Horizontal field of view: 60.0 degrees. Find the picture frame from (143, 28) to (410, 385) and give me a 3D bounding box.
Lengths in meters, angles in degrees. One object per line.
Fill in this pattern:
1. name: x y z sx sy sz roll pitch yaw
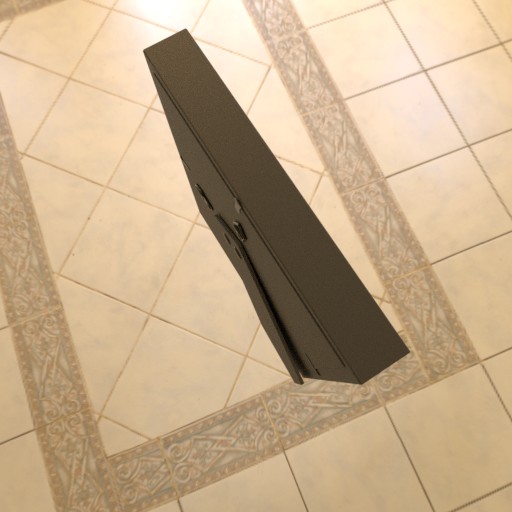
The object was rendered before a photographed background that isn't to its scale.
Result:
1. picture frame: 0.000 0.000 0.385 0.042 0.284 0.232 -31 77 -8
